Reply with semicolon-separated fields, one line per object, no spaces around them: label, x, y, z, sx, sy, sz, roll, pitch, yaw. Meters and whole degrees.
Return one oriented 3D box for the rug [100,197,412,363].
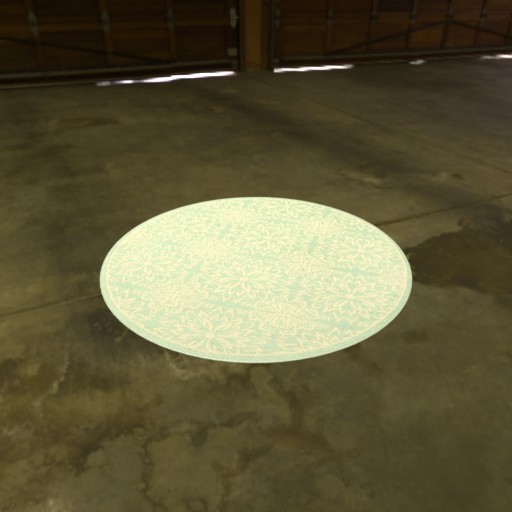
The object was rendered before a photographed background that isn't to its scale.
rug;0.000;0.000;2.361;1.593;0.012;1.593;0;30;0
